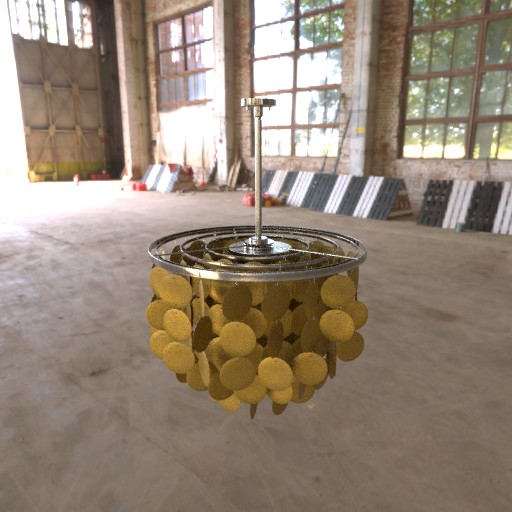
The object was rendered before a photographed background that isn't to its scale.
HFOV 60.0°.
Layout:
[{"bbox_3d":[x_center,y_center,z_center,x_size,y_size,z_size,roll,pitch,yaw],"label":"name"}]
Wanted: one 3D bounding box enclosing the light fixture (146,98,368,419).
[{"bbox_3d":[0.000,0.000,0.736,0.368,0.492,0.368,0,14,0],"label":"light fixture"}]
